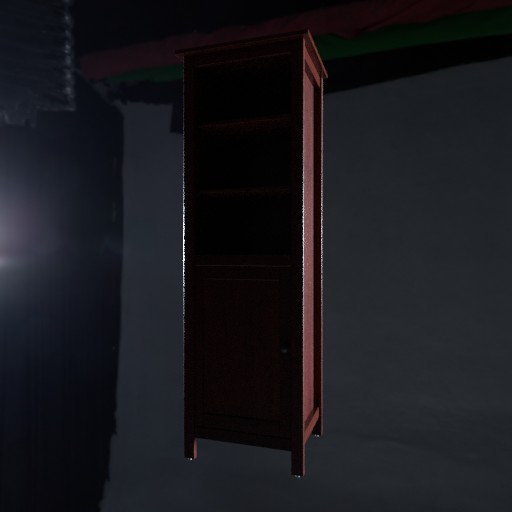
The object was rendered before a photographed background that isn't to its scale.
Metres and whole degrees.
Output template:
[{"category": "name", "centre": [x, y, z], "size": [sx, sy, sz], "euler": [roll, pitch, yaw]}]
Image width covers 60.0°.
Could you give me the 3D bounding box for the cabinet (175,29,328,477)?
[{"category": "cabinet", "centre": [0.000, 0.000, 1.750], "size": [0.500, 1.518, 0.401], "euler": [0, 0, 18]}]
